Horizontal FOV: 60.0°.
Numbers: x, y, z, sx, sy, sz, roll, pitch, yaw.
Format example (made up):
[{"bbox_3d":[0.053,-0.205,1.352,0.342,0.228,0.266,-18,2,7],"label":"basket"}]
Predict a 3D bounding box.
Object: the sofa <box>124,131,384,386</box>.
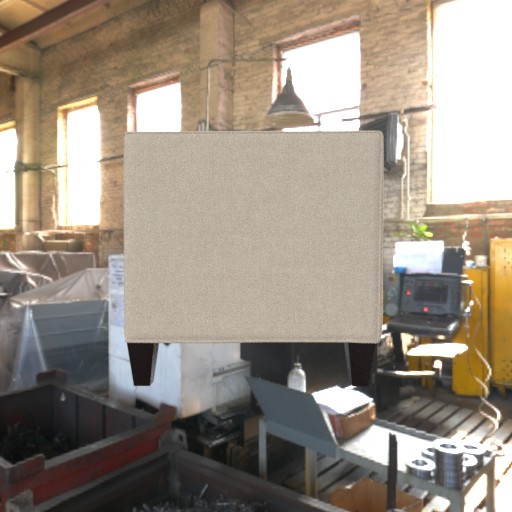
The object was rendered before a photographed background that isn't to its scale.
[{"bbox_3d":[0.000,0.000,2.186,0.775,0.762,1.778,0,1,0],"label":"sofa"}]
